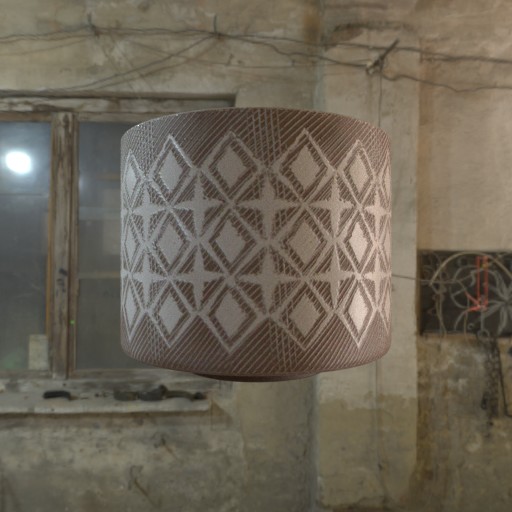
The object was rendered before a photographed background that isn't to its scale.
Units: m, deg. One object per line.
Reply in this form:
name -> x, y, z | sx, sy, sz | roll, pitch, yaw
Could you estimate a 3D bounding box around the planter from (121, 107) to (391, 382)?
planter -> 0.000, 0.000, 0.217 | 0.126, 0.104, 0.126 | 0, 0, 0
